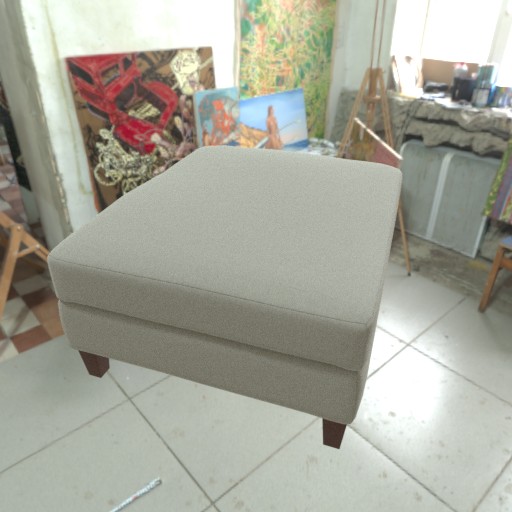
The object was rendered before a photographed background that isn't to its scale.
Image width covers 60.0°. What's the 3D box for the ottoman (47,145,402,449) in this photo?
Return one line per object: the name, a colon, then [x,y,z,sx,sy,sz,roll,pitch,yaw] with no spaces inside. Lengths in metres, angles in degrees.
ottoman: [0.000,0.000,1.476,0.836,0.492,0.976,10,33,16]
